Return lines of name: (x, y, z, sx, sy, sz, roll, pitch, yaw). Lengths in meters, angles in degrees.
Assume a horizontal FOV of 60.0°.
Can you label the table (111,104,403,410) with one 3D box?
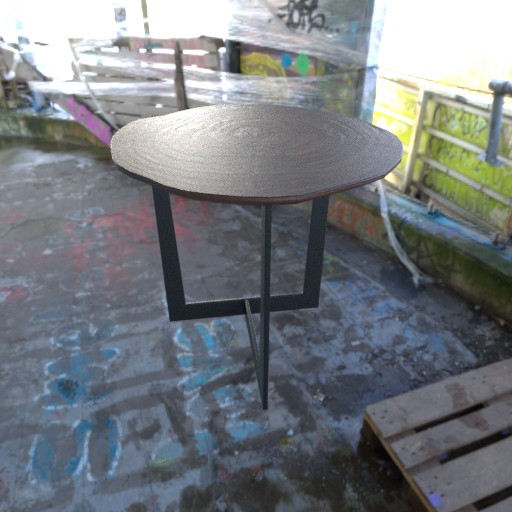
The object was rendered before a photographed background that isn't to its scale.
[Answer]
table: (0.000, 0.000, 0.881, 0.477, 0.476, 0.494, -10, 33, -16)
